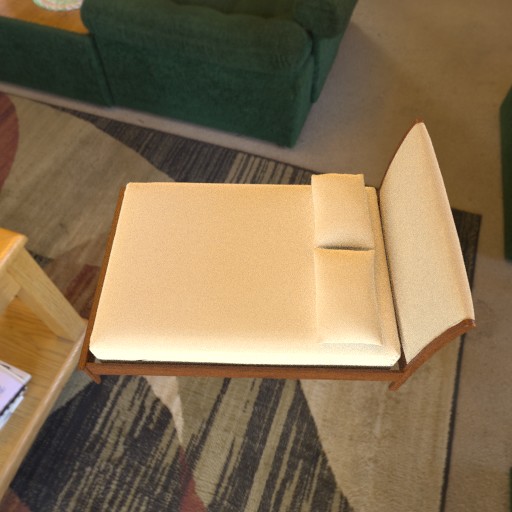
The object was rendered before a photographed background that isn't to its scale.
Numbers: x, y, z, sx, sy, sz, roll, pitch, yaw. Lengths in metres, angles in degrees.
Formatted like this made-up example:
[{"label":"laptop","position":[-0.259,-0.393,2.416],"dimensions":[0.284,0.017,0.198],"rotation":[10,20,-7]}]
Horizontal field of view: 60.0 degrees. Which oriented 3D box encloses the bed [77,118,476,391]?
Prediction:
[{"label":"bed","position":[0.000,0.000,3.229],"dimensions":[2.380,1.250,1.612],"rotation":[1,58,1]}]
